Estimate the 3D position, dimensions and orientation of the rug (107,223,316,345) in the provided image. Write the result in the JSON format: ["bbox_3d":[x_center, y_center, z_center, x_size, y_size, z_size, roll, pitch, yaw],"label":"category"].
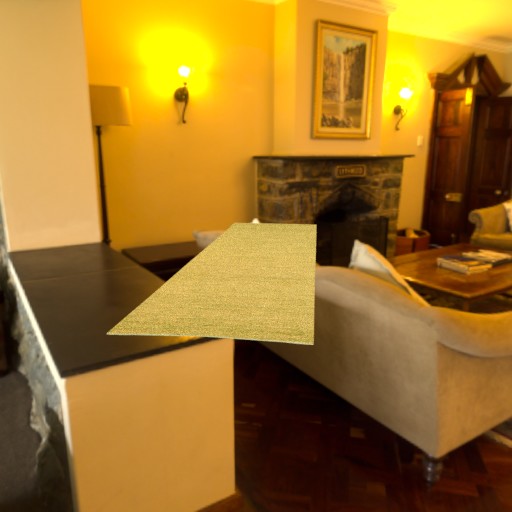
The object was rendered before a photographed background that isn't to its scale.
[{"bbox_3d":[0.000,0.000,2.557,0.686,0.013,2.340,2,14,8],"label":"rug"}]
